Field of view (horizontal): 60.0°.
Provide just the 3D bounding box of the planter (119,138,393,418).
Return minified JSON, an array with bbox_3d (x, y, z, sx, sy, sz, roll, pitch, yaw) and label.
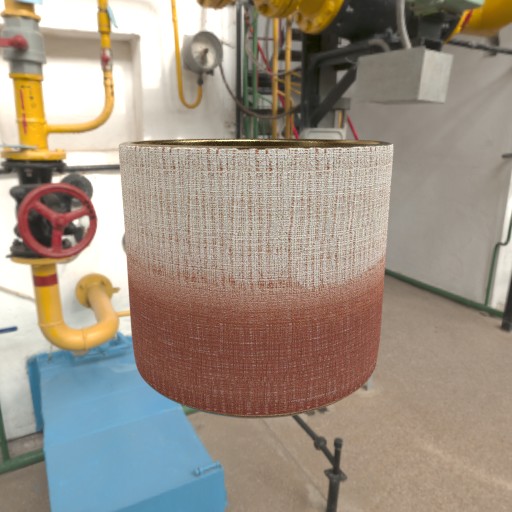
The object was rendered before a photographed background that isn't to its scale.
[{"bbox_3d":[0.000,0.000,0.314,0.178,0.157,0.178,0,16,0],"label":"planter"}]
